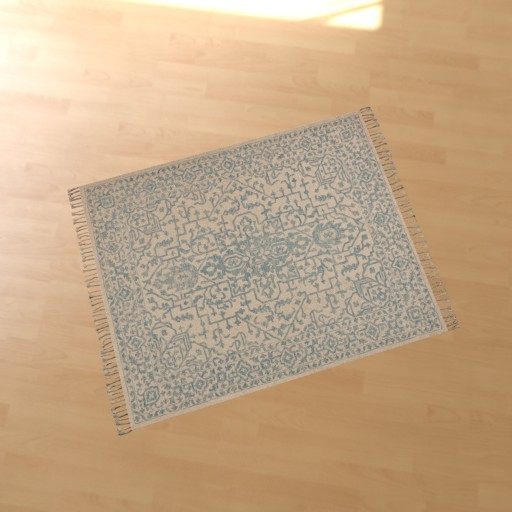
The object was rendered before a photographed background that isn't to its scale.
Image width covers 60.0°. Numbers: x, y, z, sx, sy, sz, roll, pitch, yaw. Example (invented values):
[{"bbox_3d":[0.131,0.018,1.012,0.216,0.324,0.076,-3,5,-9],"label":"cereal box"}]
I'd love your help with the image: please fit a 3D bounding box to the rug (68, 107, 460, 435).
[{"bbox_3d":[0.000,0.000,4.346,3.327,0.010,2.464,-16,77,-4],"label":"rug"}]
